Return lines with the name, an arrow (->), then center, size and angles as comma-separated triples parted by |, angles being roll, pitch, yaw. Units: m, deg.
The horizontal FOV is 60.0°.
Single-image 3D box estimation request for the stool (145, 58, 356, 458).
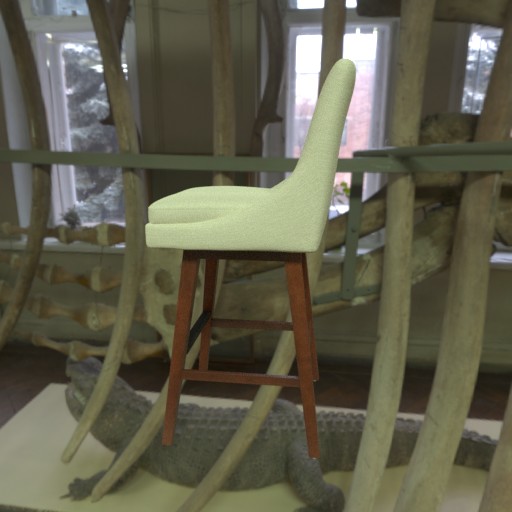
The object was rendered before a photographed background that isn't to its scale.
stool -> 0.000, 0.000, 1.411 | 0.559, 1.097, 0.470 | 2, 14, 7
